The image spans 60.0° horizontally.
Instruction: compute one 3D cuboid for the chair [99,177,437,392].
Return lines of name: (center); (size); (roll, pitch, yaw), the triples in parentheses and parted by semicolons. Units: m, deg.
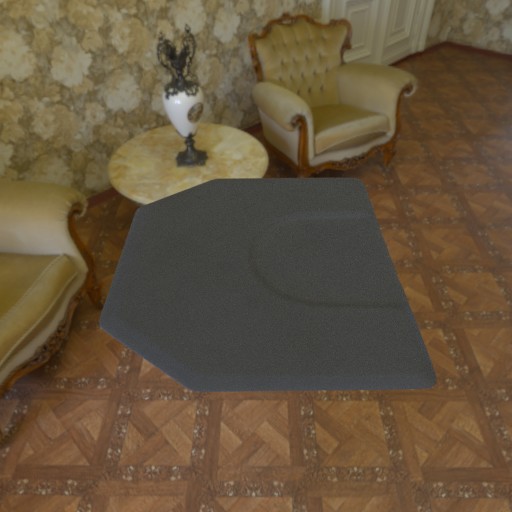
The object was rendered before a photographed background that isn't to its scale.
chair: (0.000, 0.000, 1.989); (1.219, 0.024, 1.372); (-1, 40, -1)
